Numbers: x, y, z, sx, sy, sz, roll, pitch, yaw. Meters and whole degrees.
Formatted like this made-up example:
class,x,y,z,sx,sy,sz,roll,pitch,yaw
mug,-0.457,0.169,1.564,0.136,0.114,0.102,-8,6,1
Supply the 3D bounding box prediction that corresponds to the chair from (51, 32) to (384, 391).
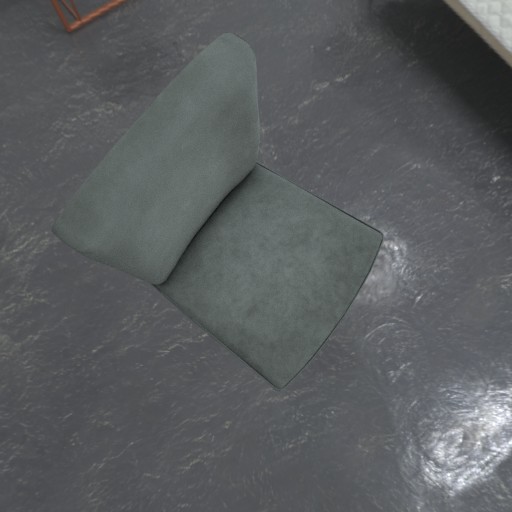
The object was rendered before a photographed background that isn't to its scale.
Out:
class,x,y,z,sx,sy,sz,roll,pitch,yaw
chair,0.000,0.000,1.165,0.554,0.806,0.521,34,77,9
